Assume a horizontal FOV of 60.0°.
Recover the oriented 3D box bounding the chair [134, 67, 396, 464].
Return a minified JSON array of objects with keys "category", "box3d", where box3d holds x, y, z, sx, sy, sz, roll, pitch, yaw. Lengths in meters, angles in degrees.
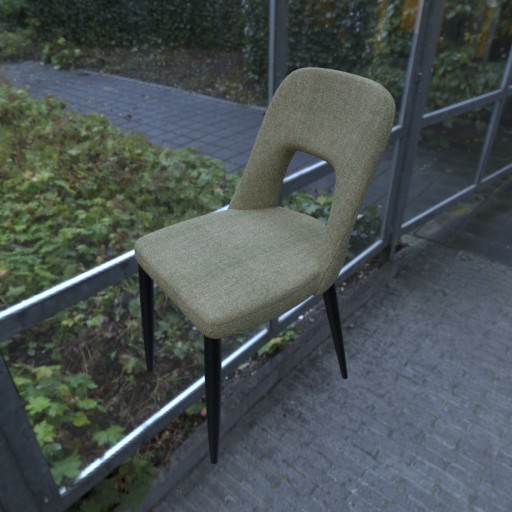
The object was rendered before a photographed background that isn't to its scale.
[{"category":"chair","box3d":[0.000,0.000,1.269,0.612,0.931,0.470,-22,39,-30]}]
